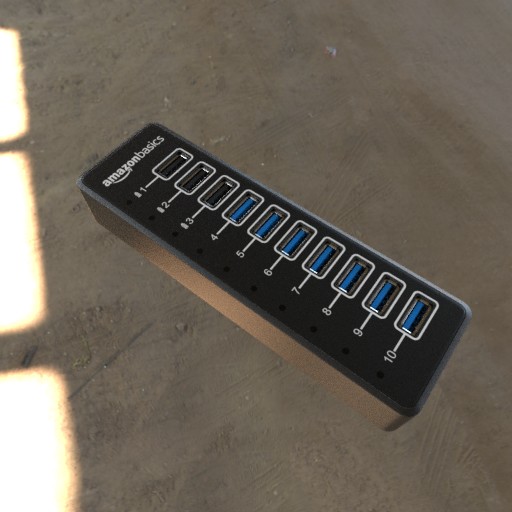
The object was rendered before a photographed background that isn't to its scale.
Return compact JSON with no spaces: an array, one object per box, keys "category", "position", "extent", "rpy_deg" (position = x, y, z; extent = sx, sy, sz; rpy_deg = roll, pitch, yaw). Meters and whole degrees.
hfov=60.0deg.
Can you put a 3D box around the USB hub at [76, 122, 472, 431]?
[{"category":"USB hub","position":[0.000,0.000,0.165],"extent":[0.145,0.023,0.044],"rpy_deg":[33,64,19]}]
